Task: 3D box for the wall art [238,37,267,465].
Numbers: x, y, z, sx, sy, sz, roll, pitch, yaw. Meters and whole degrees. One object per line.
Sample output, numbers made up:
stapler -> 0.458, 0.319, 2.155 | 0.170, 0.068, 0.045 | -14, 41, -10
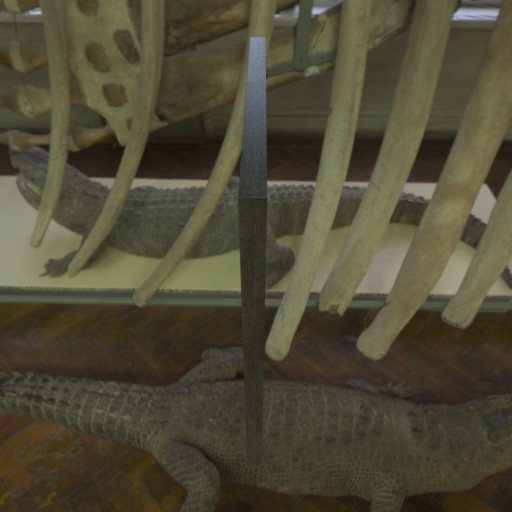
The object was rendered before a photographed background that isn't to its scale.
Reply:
wall art -> 0.000, 0.000, 0.779 | 0.027, 0.580, 0.479 | 1, 42, 1
